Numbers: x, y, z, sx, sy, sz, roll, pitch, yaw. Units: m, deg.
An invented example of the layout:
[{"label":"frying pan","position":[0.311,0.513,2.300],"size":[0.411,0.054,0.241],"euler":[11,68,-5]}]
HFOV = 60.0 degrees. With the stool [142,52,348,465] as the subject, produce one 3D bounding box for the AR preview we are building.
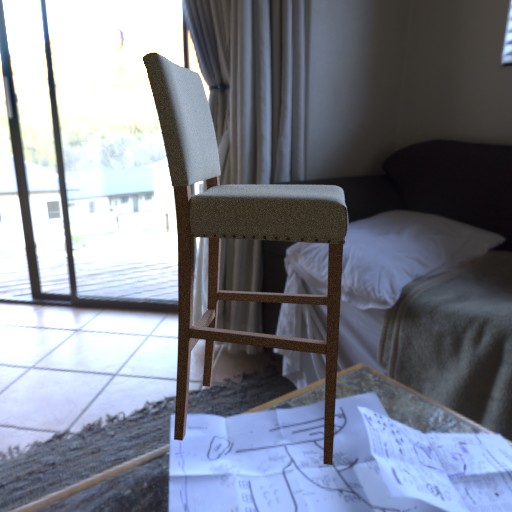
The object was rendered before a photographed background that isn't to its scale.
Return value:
[{"label":"stool","position":[0.000,0.000,1.402],"size":[0.546,1.143,0.428],"euler":[2,15,9]}]
